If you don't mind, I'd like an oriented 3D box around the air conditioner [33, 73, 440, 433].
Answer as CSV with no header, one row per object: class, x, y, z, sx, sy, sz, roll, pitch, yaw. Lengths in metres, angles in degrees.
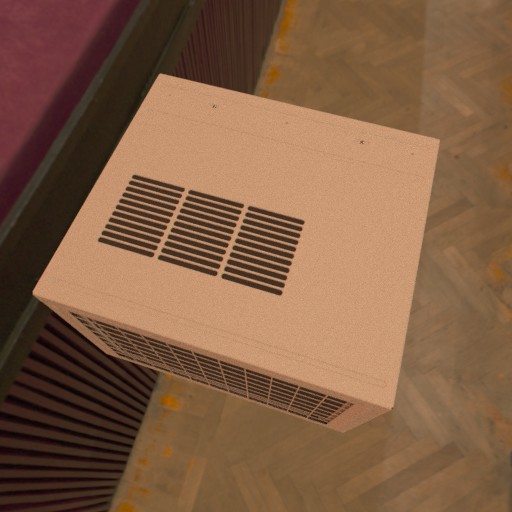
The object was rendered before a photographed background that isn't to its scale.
air conditioner,0.000,0.000,1.066,0.645,0.455,0.599,16,65,8
